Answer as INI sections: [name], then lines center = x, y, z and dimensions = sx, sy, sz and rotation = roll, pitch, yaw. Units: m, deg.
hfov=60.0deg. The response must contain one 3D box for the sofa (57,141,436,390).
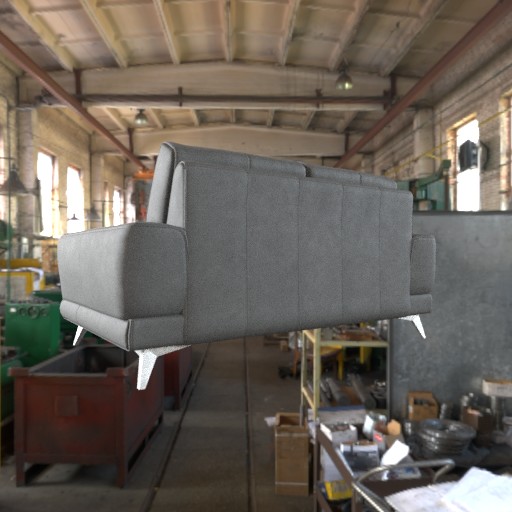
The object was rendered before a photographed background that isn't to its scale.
[sofa]
center = 0.000, 0.000, 2.356
dimensions = 1.806, 0.907, 1.018
rotation = 0, 0, -35
